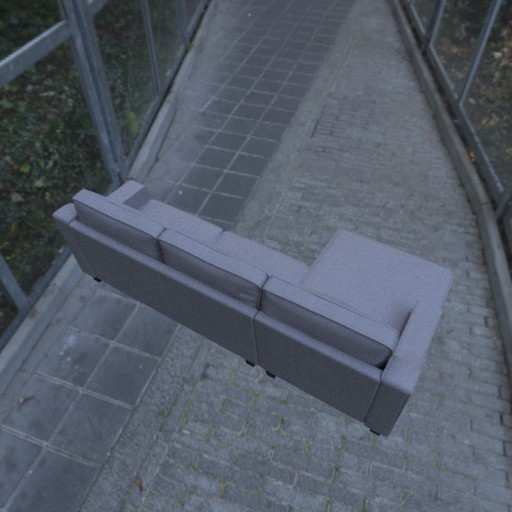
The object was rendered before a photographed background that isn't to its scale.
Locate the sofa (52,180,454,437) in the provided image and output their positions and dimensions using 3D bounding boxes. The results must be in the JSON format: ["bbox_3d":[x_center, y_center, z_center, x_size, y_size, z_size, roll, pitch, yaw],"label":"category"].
[{"bbox_3d":[0.000,0.000,3.191,2.561,0.928,1.294,24,50,22],"label":"sofa"}]
